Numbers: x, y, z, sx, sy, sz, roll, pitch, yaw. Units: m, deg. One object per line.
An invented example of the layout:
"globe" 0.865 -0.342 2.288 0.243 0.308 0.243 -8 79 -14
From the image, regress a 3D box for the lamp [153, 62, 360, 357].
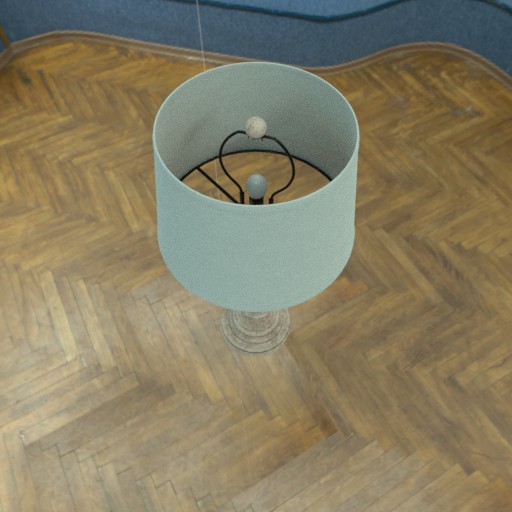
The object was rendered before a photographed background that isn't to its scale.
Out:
"lamp" 0.000 0.000 0.864 0.340 0.678 0.340 0 58 0
